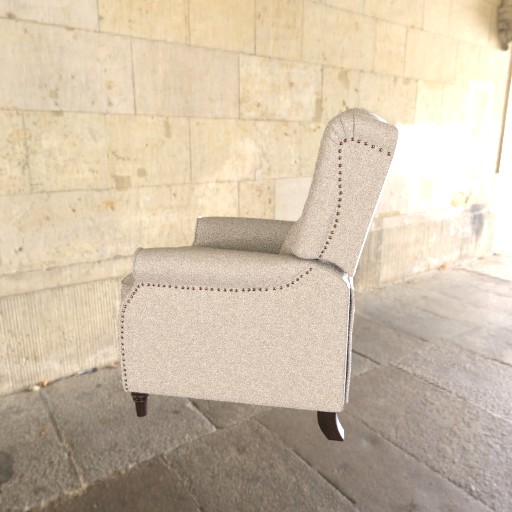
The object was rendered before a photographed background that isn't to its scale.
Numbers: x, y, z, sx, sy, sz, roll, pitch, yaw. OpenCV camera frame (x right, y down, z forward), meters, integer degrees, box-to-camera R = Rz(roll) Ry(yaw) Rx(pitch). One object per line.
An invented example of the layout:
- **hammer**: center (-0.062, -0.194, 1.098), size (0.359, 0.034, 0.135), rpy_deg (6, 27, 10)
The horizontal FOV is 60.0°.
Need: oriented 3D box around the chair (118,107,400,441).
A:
- **chair**: center (0.000, 0.000, 1.660), size (0.902, 1.035, 0.742), rpy_deg (3, 14, 10)
